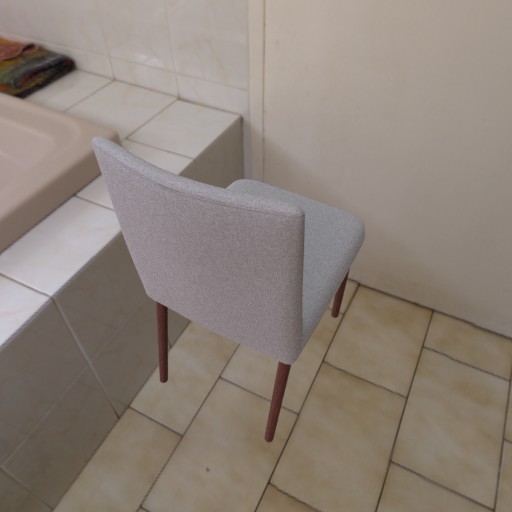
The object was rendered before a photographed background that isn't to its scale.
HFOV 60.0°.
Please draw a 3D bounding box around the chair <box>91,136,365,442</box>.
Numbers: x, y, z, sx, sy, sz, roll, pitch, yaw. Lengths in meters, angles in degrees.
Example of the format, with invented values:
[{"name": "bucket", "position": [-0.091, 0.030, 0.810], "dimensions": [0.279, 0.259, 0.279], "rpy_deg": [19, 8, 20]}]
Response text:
[{"name": "chair", "position": [0.000, 0.000, 1.180], "dimensions": [0.456, 0.859, 0.570], "rpy_deg": [22, 51, 20]}]
